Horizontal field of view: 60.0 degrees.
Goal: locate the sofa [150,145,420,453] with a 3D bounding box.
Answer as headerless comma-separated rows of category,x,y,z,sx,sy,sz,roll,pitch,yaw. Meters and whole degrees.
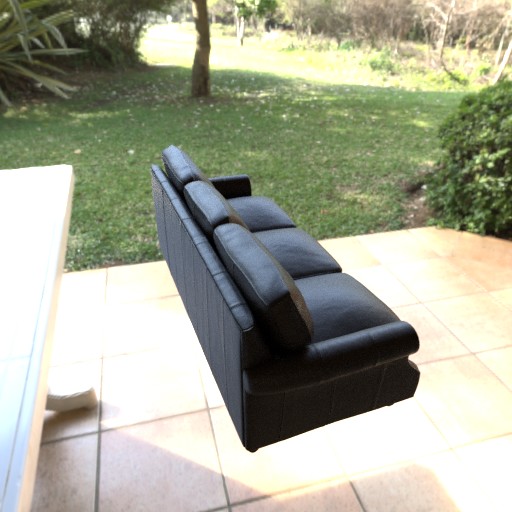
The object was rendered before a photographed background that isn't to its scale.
sofa,0.000,0.000,2.907,0.974,0.977,2.387,-11,32,-18
